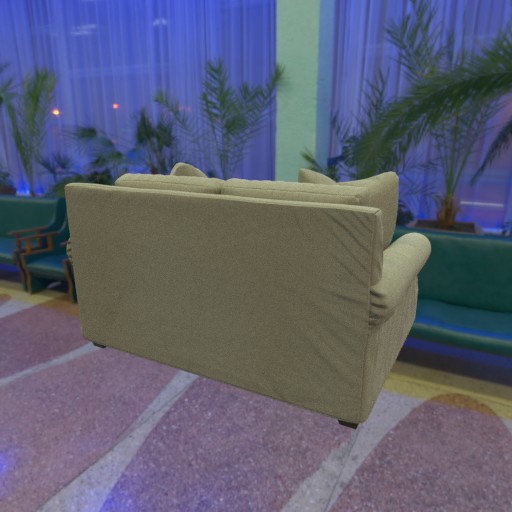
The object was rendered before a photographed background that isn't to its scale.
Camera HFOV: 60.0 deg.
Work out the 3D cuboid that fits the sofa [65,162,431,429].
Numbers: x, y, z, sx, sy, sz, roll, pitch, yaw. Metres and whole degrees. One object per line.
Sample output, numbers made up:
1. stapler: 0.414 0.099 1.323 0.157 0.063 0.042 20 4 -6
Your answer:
1. sofa: 0.000 0.000 2.217 1.550 0.905 1.070 9 18 28
